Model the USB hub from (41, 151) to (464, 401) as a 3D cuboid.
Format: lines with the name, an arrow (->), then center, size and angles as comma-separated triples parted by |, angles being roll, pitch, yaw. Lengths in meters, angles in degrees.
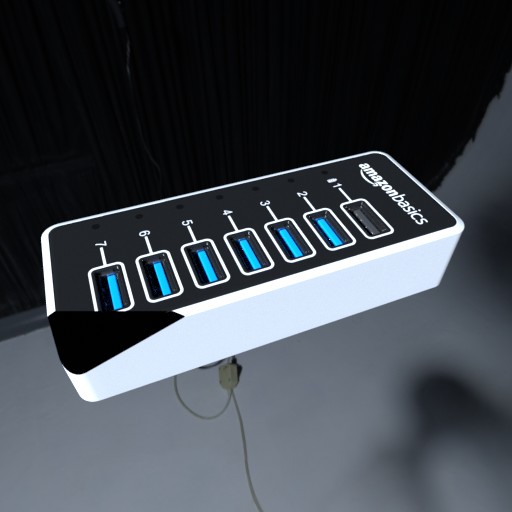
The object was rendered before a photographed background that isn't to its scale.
USB hub -> 0.000, 0.000, 0.129 | 0.110, 0.023, 0.044 | -16, 47, -15
